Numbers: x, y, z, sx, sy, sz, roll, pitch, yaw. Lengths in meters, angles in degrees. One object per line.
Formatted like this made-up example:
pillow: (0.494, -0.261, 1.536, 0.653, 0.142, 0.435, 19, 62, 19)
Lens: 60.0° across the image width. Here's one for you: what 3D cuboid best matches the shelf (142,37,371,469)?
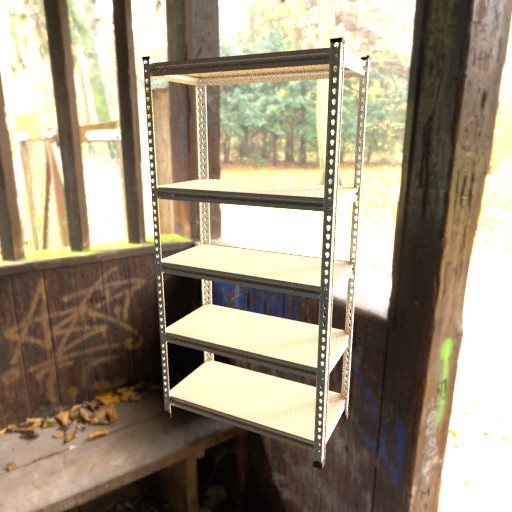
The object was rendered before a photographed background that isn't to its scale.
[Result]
shelf: (0.000, 0.000, 2.204, 0.914, 1.829, 0.457, 8, 17, 26)
